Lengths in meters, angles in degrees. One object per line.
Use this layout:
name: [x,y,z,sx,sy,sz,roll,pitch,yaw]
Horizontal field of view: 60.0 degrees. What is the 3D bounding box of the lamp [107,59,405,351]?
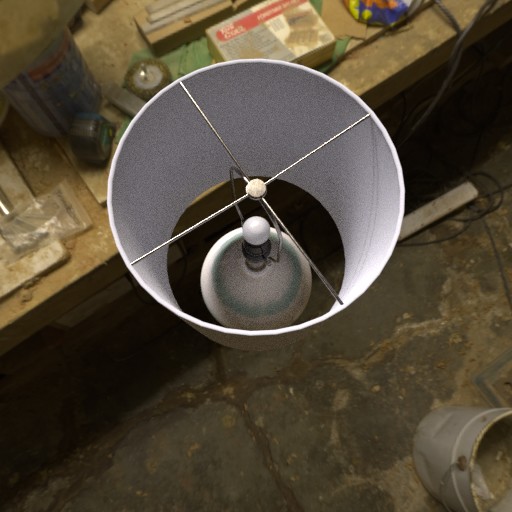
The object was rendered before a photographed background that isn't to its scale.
lamp: [0.000,0.000,0.518,0.217,0.404,0.217,-33,78,-8]
